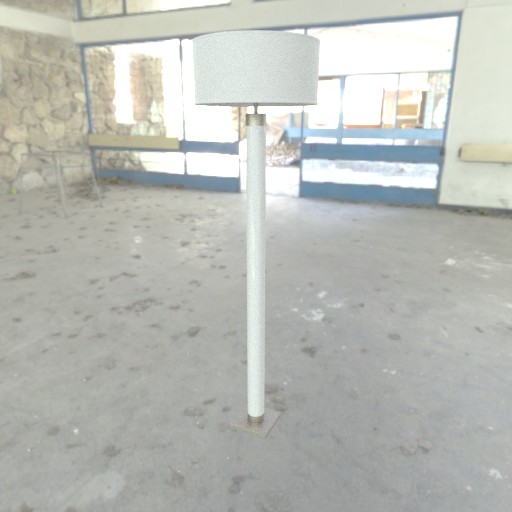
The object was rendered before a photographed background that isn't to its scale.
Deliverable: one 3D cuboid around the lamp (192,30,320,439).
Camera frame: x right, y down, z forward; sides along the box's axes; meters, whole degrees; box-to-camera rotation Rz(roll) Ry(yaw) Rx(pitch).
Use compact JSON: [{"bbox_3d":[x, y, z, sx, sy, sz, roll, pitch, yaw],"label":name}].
[{"bbox_3d":[0.000,0.000,1.662,0.420,1.475,0.420,8,19,25],"label":"lamp"}]
